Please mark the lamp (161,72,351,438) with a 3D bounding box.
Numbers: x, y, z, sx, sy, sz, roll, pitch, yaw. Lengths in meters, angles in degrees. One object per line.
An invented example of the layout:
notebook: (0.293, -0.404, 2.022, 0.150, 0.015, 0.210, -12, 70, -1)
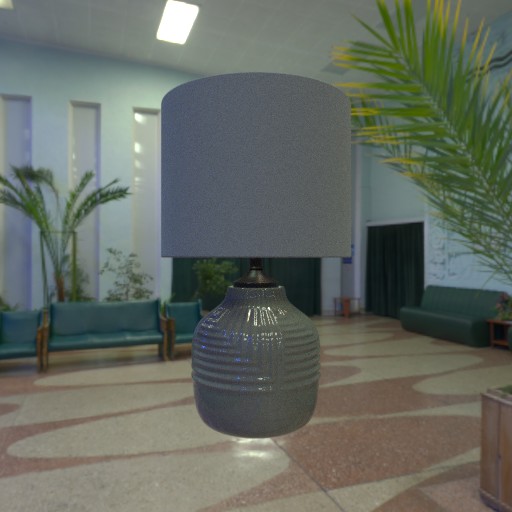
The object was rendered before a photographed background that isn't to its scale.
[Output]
lamp: (0.000, 0.000, 0.758, 0.318, 0.567, 0.318, 0, 0, 0)
